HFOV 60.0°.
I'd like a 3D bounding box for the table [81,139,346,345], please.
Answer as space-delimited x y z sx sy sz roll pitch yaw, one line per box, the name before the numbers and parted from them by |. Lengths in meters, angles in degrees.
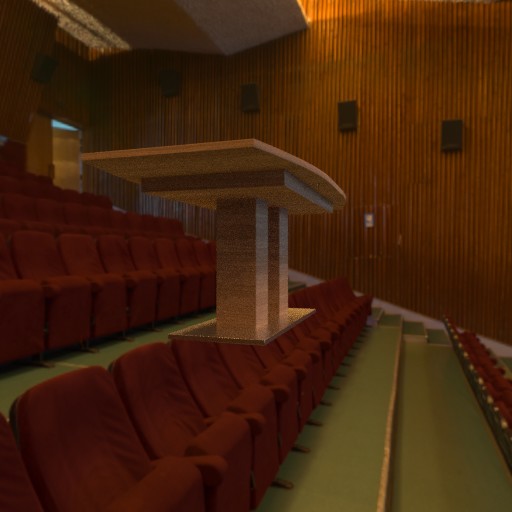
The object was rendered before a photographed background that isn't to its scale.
table | 0.000 0.000 2.476 0.900 0.750 2.032 0 0 18
